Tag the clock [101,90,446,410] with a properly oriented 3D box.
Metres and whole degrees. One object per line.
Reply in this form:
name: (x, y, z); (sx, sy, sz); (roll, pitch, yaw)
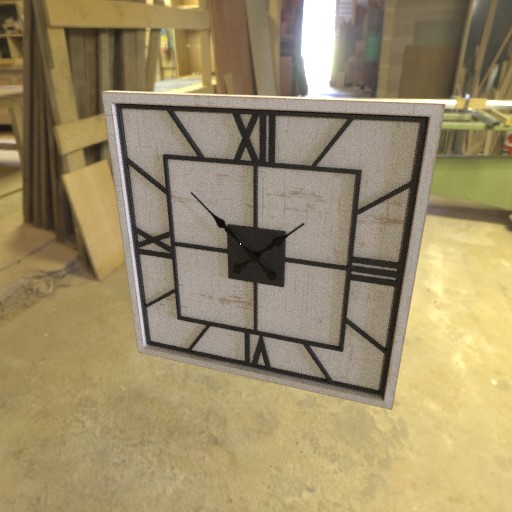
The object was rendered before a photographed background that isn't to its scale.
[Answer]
clock: (0.000, 0.000, 1.035); (0.705, 0.705, 0.032); (8, 27, 17)
